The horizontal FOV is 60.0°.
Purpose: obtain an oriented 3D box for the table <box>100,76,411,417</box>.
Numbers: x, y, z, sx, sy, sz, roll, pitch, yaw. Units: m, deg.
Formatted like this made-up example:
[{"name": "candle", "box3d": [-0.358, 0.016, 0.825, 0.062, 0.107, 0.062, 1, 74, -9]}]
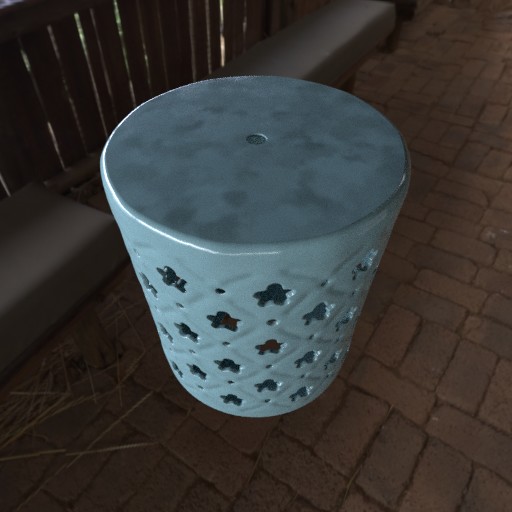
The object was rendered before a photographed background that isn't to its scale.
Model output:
[{"name": "table", "box3d": [0.000, 0.000, 0.643, 0.352, 0.387, 0.352, 0, 46, 0]}]
